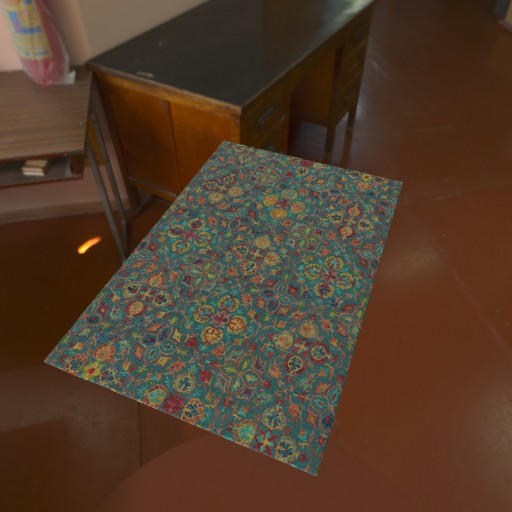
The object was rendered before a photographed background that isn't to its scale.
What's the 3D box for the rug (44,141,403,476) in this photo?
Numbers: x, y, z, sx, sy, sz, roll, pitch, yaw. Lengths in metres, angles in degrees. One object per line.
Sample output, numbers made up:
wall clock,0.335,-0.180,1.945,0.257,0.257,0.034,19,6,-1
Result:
rug,0.000,0.000,2.899,1.527,0.016,2.290,17,49,15
